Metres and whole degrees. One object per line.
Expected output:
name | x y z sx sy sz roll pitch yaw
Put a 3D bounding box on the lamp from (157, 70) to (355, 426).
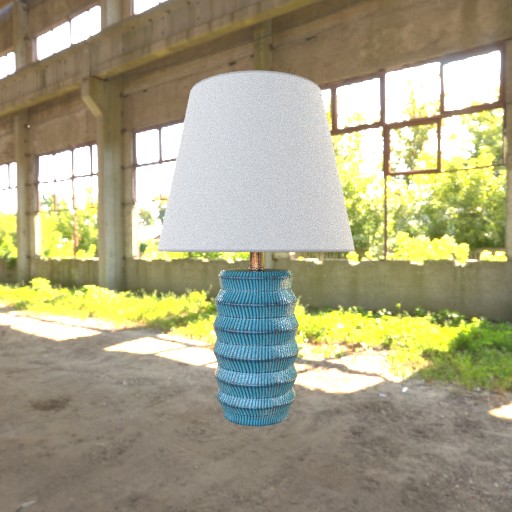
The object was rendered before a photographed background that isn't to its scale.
lamp | 0.000 0.000 0.814 0.355 0.582 0.355 0 1 0
